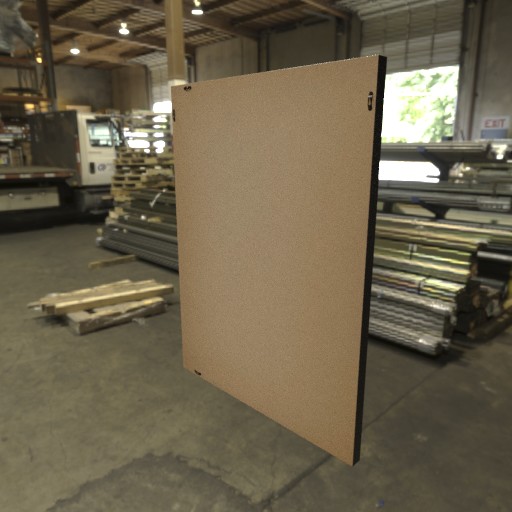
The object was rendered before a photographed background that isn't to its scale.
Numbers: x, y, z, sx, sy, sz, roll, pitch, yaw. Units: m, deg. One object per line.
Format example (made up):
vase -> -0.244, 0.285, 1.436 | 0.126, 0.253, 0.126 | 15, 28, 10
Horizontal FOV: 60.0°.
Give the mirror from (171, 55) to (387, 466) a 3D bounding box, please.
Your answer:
mirror -> 0.000, 0.000, 1.328 | 0.040, 1.016, 0.762 | -14, 20, -43
